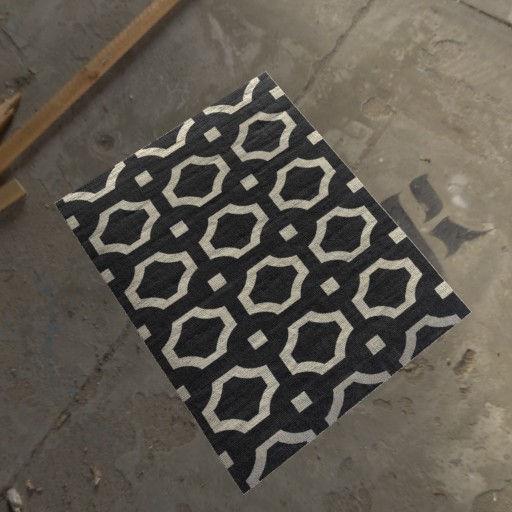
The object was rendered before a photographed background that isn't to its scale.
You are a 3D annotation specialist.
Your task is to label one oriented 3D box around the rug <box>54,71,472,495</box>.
[{"bbox_3d":[0.000,0.000,4.012,2.466,0.021,3.049,-35,77,-9],"label":"rug"}]
